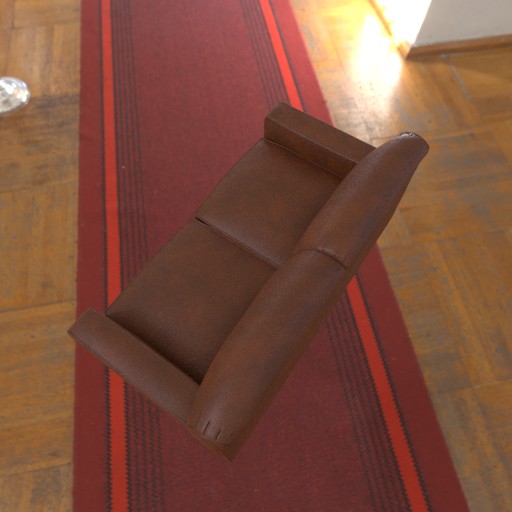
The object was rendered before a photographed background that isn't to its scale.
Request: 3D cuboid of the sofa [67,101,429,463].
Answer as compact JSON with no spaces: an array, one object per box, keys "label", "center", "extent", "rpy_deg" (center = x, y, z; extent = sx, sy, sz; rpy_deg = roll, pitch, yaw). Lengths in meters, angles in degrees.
[{"label":"sofa","center":[0.000,0.000,2.445],"extent":[1.000,0.966,1.856],"rpy_deg":[31,67,15]}]
